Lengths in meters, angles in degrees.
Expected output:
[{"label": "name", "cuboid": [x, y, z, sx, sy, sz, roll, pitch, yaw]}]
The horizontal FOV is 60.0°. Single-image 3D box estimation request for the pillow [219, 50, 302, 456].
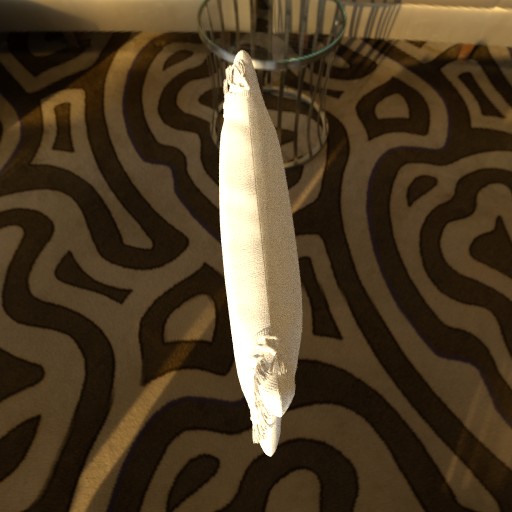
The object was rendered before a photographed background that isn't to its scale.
[{"label": "pillow", "cuboid": [0.000, 0.000, 0.592, 0.084, 0.305, 0.466, -4, 59, -2]}]
